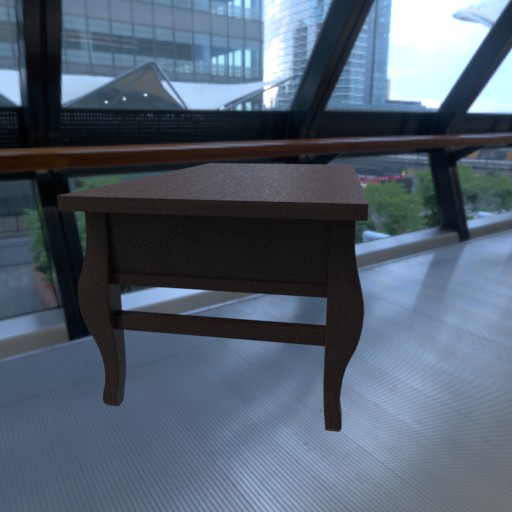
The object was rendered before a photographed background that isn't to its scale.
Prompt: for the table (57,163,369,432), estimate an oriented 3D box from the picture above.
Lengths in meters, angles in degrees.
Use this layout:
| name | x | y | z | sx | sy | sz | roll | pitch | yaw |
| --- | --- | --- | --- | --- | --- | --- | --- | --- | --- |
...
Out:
| name | x | y | z | sx | sy | sz | roll | pitch | yaw |
| --- | --- | --- | --- | --- | --- | --- | --- | --- | --- |
| table | 0.000 | 0.000 | 1.368 | 0.600 | 0.494 | 1.062 | 3 | 15 | 10 |
